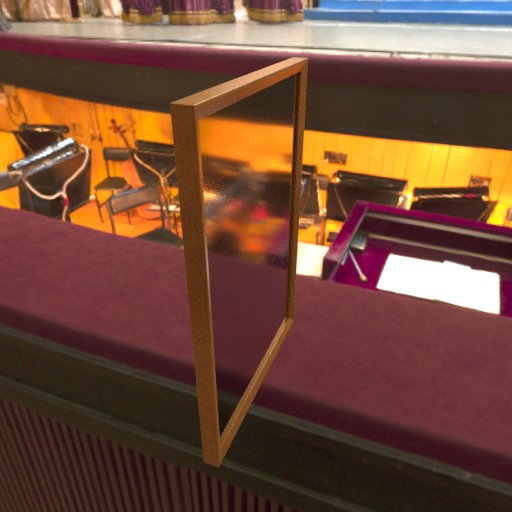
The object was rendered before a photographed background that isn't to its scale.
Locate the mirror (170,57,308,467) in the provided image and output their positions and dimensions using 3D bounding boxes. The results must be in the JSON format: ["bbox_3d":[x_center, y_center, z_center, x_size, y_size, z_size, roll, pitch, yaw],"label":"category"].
[{"bbox_3d":[0.000,0.000,0.927,0.039,0.710,0.507,11,32,19],"label":"mirror"}]
